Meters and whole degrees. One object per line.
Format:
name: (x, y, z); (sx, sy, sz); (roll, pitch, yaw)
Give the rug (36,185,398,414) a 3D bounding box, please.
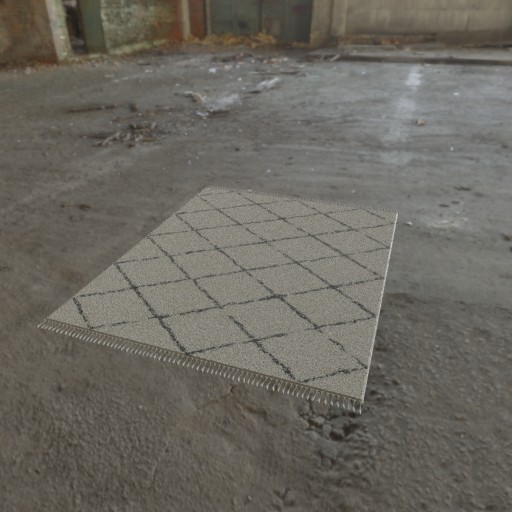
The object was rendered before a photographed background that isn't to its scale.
rug: (0.000, 0.000, 4.174); (2.380, 0.013, 3.051); (10, 32, 17)
